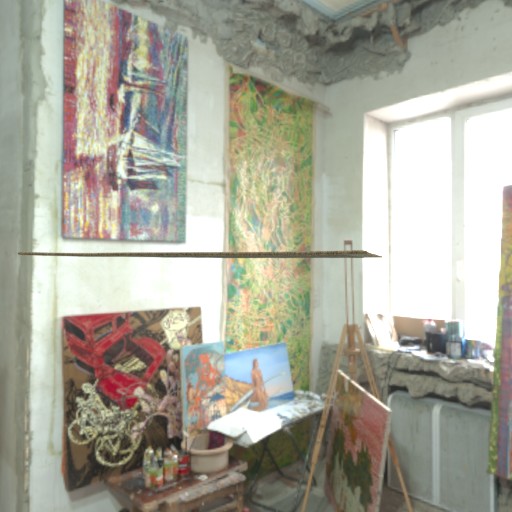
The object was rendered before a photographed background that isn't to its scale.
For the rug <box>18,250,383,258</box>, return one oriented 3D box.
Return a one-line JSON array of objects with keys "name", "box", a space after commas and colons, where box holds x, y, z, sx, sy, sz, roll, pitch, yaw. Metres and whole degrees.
[{"name": "rug", "box": [0.000, 0.000, 2.267, 1.211, 0.018, 1.822, 0, -1, 17]}]
